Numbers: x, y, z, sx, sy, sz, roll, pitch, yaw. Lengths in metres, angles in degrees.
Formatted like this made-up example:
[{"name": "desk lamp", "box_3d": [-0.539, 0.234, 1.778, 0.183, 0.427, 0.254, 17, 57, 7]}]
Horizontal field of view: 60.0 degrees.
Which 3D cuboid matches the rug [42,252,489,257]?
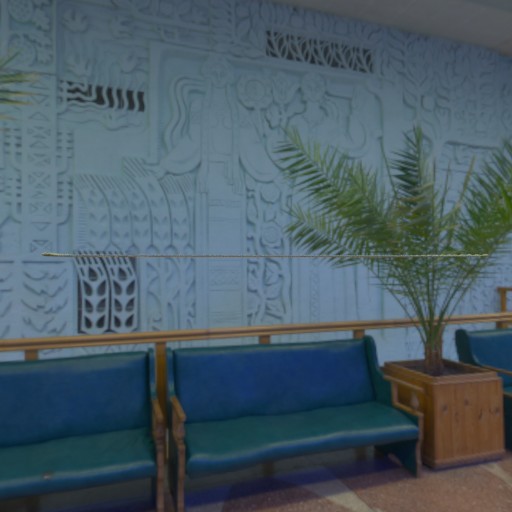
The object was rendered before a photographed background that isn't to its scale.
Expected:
[{"name": "rug", "box_3d": [0.000, 0.000, 2.994, 2.435, 0.018, 1.540, 0, 0, -17]}]
